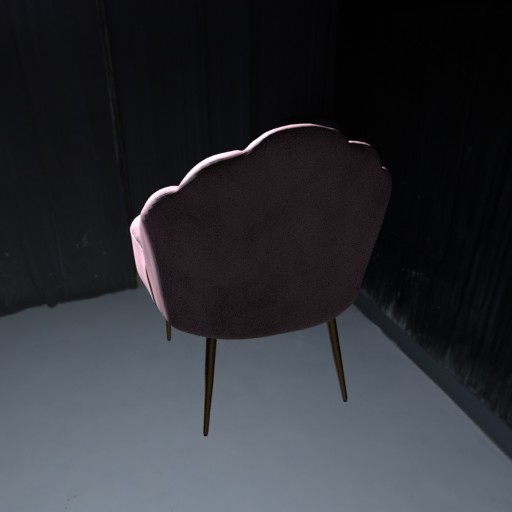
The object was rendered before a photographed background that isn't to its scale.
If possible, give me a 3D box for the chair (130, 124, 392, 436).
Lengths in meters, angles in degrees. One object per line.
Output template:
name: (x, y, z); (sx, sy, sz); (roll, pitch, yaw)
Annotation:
chair: (0.000, 0.000, 1.252); (0.657, 0.819, 0.599); (-8, 28, -16)
